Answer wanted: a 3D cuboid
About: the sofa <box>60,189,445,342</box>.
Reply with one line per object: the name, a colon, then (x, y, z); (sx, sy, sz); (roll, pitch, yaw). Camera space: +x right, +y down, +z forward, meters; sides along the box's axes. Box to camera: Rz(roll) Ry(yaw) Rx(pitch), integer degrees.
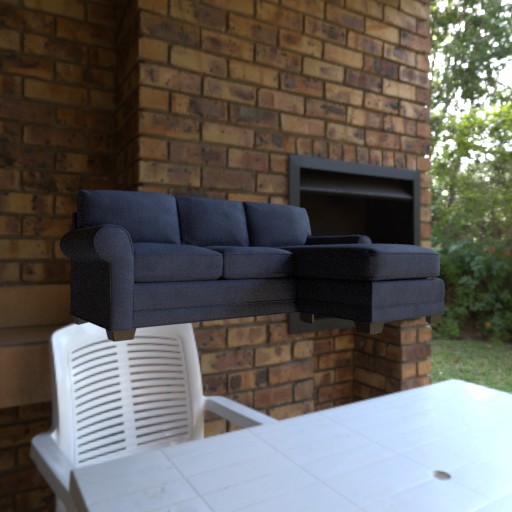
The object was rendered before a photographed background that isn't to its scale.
sofa: (0.000, 0.000, 3.485); (2.567, 1.063, 1.780); (0, 0, -36)
